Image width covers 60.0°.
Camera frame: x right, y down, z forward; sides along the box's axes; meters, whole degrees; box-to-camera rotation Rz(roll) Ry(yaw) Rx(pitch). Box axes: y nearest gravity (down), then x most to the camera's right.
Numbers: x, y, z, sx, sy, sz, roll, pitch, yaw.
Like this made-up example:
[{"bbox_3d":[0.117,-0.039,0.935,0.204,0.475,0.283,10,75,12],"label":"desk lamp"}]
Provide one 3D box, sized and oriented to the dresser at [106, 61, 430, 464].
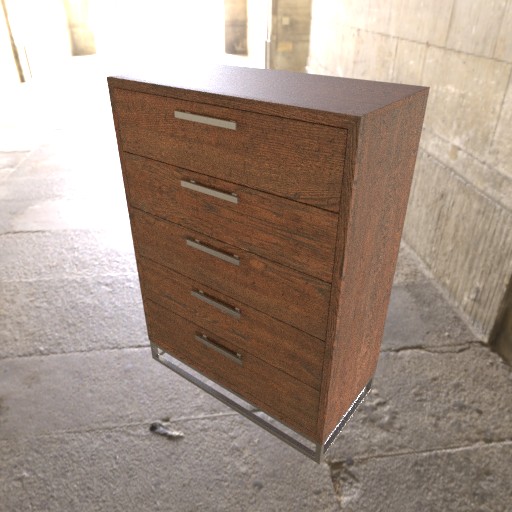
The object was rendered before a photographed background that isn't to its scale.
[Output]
[{"bbox_3d":[0.000,0.000,1.782,0.965,1.321,0.508,21,37,31],"label":"dresser"}]
